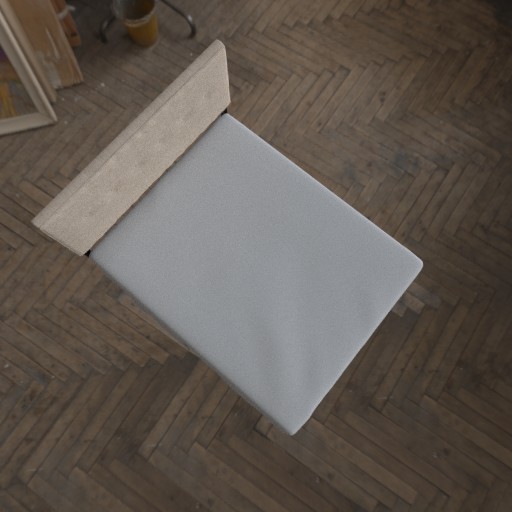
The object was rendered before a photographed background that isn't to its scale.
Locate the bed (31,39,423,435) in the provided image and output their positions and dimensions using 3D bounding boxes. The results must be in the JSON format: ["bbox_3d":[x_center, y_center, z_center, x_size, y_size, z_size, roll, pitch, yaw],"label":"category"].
[{"bbox_3d":[0.000,0.000,3.071,1.978,1.270,1.643,39,79,9],"label":"bed"}]
